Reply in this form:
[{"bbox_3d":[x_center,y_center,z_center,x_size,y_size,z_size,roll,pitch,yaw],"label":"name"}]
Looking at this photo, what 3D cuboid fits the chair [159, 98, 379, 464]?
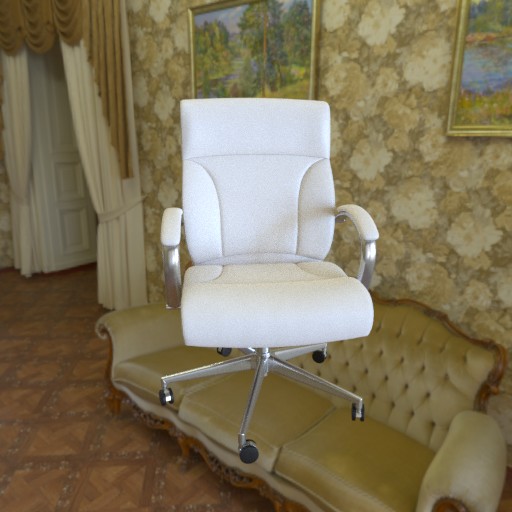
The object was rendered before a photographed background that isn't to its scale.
[{"bbox_3d":[0.000,0.000,1.560,0.727,1.099,0.745,-2,15,-7],"label":"chair"}]
